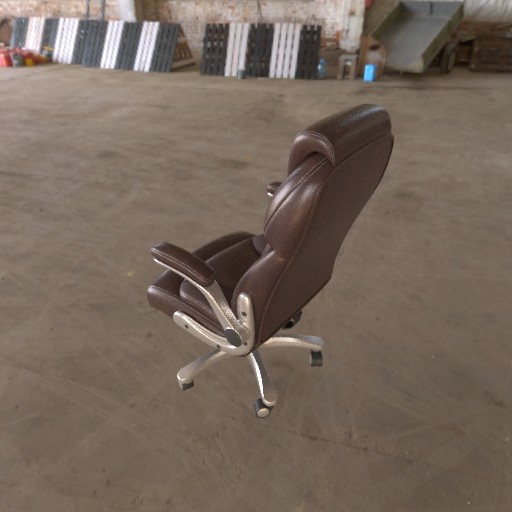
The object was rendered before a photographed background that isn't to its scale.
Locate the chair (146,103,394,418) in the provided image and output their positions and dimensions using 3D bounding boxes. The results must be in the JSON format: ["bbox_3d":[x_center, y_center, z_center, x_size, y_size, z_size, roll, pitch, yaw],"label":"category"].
[{"bbox_3d":[0.000,0.000,1.688,0.774,1.160,0.733,21,37,30],"label":"chair"}]
